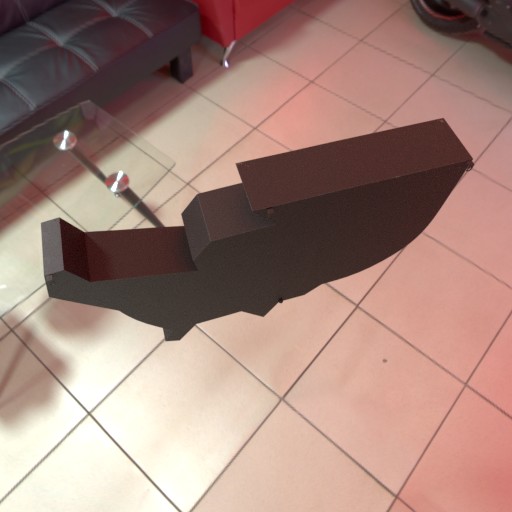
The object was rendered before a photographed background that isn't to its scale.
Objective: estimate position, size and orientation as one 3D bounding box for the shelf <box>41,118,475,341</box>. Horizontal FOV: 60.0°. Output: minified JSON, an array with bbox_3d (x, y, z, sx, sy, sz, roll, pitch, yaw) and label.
[{"bbox_3d":[0.000,0.000,0.897,0.729,0.439,0.112,-14,61,-8],"label":"shelf"}]
